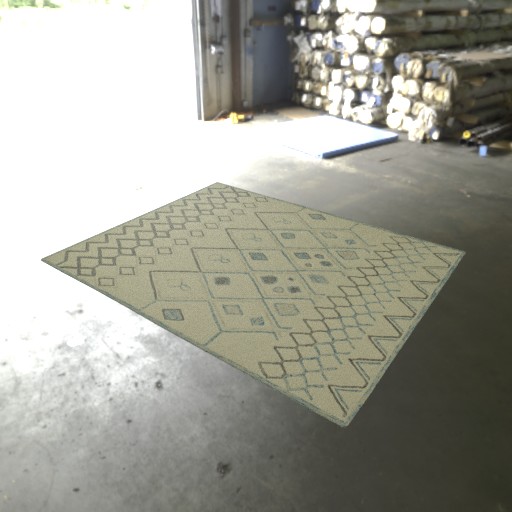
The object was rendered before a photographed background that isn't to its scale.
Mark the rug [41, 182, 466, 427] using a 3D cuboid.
[{"bbox_3d":[0.000,0.000,4.063,3.056,0.013,2.441,20,36,31],"label":"rug"}]
